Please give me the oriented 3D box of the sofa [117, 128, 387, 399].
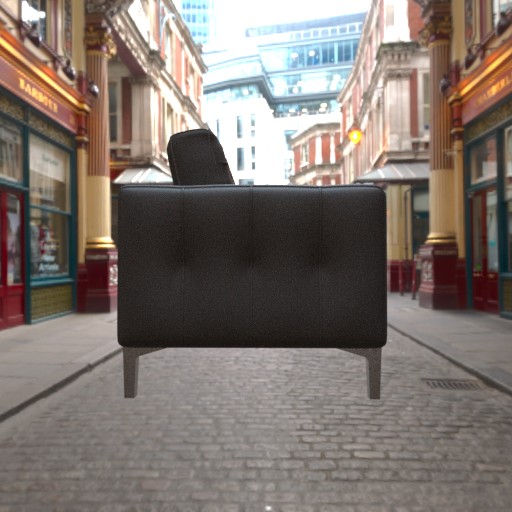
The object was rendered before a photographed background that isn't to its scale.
[{"bbox_3d":[0.000,0.000,2.165,0.833,0.893,1.726,0,-1,1],"label":"sofa"}]
